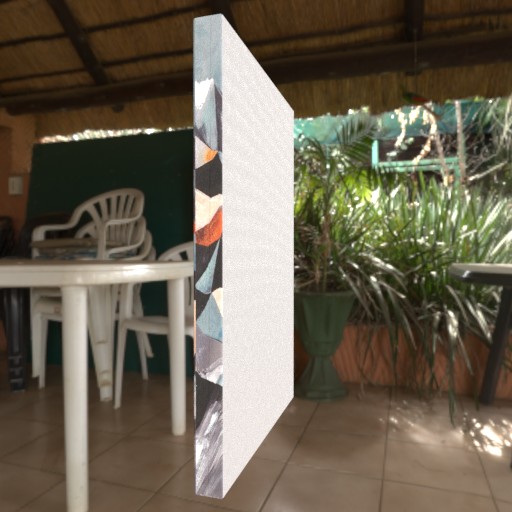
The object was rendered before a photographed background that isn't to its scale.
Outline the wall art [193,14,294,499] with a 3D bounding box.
[{"bbox_3d":[0.000,0.000,1.127,0.061,0.911,0.609,0,1,17],"label":"wall art"}]
